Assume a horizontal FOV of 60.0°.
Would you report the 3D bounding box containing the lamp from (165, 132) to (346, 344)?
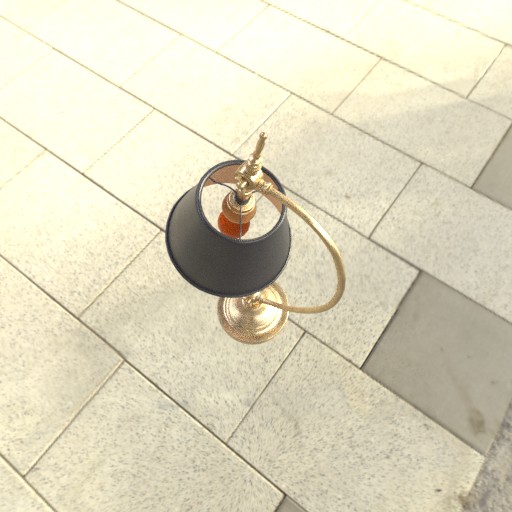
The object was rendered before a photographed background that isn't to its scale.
[{"bbox_3d":[0.000,0.000,0.817,0.344,0.675,0.235,32,68,14],"label":"lamp"}]
